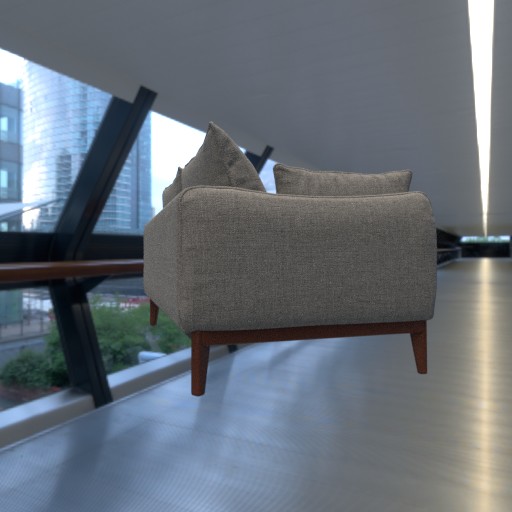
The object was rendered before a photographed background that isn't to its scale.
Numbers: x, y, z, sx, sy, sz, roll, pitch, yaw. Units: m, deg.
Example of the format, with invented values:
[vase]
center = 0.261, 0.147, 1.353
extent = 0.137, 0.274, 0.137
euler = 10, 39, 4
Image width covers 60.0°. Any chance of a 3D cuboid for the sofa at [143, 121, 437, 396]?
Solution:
[sofa]
center = 0.000, 0.000, 2.164
extent = 0.972, 0.851, 1.580
euler = 0, 0, -18
